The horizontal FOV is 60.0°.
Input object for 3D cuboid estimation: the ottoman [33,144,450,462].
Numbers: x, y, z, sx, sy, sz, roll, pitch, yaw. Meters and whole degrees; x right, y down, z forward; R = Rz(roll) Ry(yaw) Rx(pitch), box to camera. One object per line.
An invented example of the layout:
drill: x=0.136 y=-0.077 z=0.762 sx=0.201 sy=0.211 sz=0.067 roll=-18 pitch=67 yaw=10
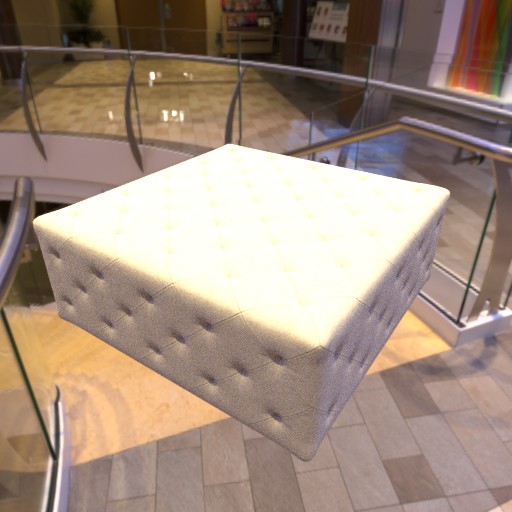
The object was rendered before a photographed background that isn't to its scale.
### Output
ottoman: x=0.000 y=0.000 z=1.601 sx=1.028 sy=0.439 sz=1.028 roll=19 pitch=36 yaw=29
